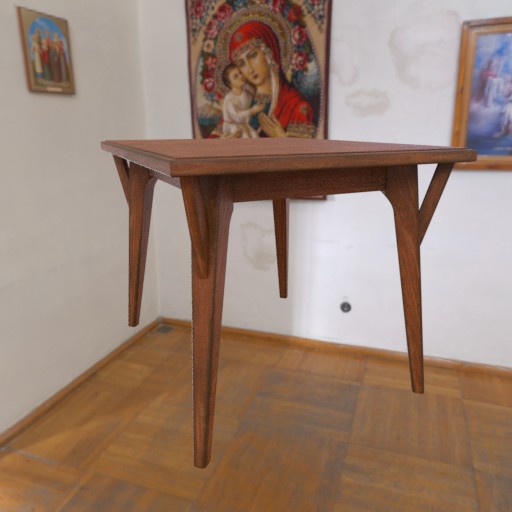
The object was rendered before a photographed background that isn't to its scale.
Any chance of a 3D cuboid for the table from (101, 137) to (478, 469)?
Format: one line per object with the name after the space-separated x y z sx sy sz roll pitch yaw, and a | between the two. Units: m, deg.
0.000 0.000 1.544 0.838 0.761 0.991 -8 18 -25 | table
